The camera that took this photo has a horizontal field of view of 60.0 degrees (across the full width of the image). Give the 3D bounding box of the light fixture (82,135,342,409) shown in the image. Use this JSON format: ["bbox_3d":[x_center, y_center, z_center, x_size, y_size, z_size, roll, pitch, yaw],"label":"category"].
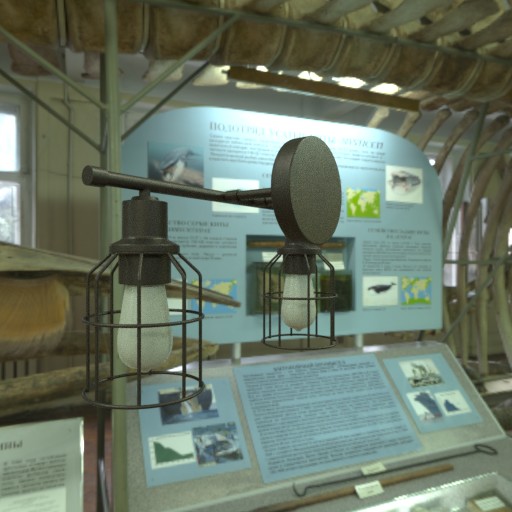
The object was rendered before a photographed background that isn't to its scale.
[{"bbox_3d":[0.000,0.000,0.521,0.165,0.254,0.406,0,0,37],"label":"light fixture"}]
